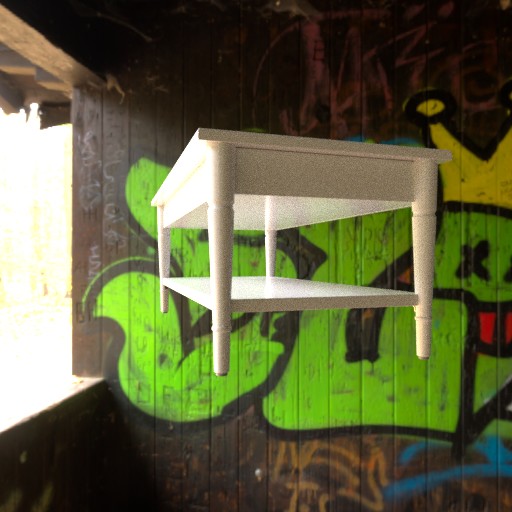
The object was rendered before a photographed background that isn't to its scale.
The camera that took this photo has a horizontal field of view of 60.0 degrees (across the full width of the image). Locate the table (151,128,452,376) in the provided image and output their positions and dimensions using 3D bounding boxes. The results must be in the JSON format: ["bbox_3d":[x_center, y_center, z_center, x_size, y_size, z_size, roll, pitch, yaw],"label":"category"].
[{"bbox_3d":[0.000,0.000,1.389,0.559,0.457,1.067,0,0,-18],"label":"table"}]
